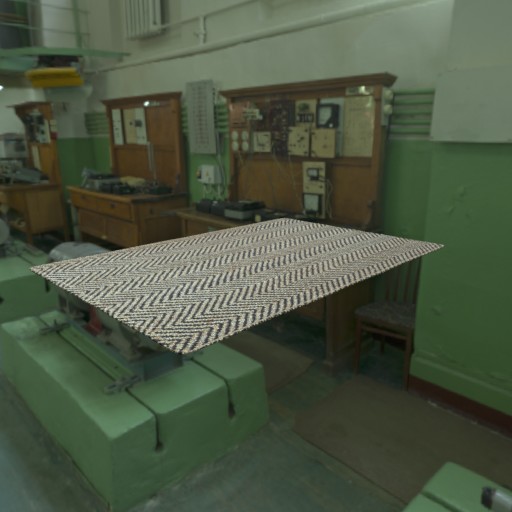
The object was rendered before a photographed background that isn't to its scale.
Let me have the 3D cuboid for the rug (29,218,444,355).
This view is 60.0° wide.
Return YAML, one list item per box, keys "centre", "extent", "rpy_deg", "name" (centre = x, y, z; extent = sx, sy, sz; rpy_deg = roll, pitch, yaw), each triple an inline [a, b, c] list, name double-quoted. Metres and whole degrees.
- centre: [0.000, 0.000, 2.295]
  extent: [1.219, 0.008, 1.828]
  rpy_deg: [15, 21, 43]
  name: "rug"
